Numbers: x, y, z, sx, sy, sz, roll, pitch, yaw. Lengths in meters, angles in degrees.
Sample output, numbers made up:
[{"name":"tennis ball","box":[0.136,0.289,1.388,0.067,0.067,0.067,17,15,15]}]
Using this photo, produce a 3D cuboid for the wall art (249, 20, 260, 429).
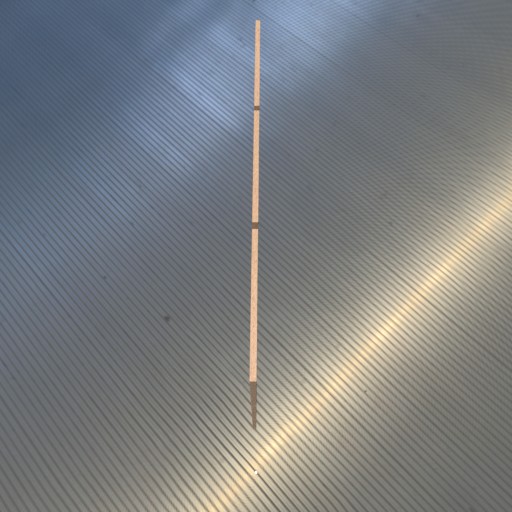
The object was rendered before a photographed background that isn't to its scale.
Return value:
[{"name":"wall art","box":[0.000,0.000,1.358,0.012,0.910,0.917,1,64,0]}]
